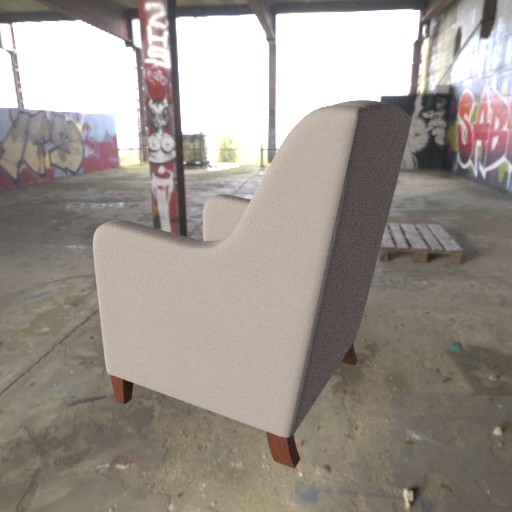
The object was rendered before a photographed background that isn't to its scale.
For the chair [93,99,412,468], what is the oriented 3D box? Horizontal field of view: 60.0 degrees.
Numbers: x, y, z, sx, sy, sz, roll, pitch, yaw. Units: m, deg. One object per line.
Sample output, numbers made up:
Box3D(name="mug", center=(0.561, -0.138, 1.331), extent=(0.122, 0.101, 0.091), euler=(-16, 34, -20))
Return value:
Box3D(name="chair", center=(0.000, 0.000, 1.551), extent=(0.863, 1.010, 0.715), euler=(8, 18, 26))
